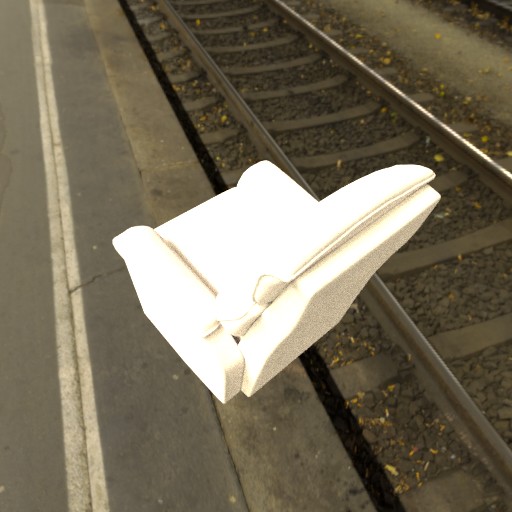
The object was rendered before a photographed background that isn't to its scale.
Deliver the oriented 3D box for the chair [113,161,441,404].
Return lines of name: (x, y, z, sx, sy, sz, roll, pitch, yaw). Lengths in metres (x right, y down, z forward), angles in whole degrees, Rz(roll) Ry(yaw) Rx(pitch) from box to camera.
chair: (0.000, 0.000, 1.732, 0.820, 1.039, 1.001, -33, 54, -28)
